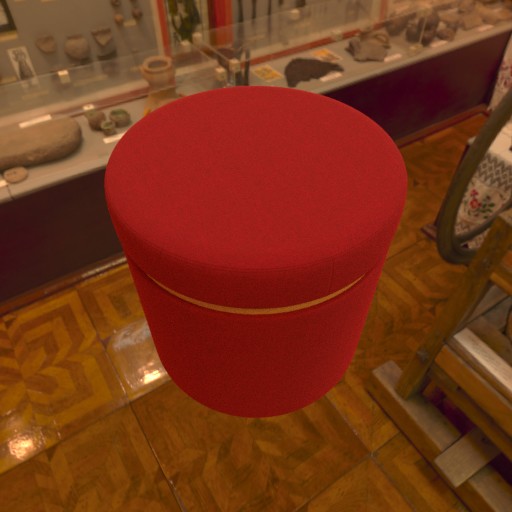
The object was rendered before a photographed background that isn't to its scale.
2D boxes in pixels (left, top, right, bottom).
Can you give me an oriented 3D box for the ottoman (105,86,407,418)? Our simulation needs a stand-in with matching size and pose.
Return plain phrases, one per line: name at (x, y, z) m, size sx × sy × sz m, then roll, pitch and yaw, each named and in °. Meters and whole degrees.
ottoman at (0.000, 0.000, 0.734) m, size 0.400 × 0.406 × 0.400 m, roll 0°, pitch 48°, yaw 0°
